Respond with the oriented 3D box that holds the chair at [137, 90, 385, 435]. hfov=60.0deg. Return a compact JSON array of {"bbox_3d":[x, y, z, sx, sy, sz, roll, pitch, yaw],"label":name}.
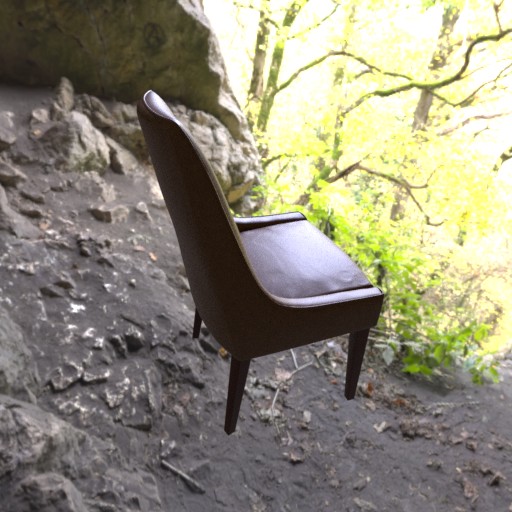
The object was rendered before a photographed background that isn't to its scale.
[{"bbox_3d":[0.000,0.000,1.247,0.544,0.861,0.529,-10,32,-17],"label":"chair"}]
